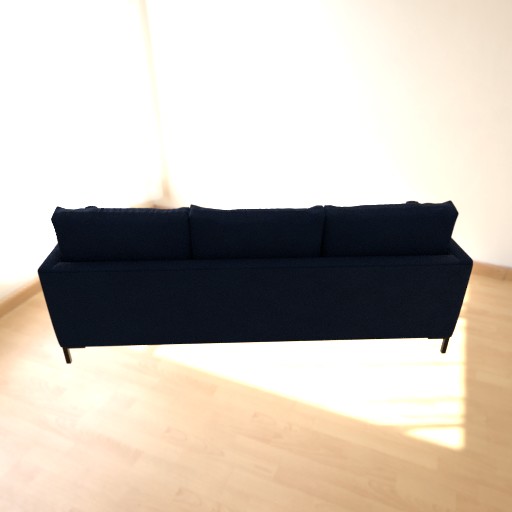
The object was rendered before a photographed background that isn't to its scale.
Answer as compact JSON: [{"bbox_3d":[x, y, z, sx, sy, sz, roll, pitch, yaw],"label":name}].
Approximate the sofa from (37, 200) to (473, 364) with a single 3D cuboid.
[{"bbox_3d":[0.000,0.000,2.703,2.252,0.879,0.875,-1,29,-2],"label":"sofa"}]
